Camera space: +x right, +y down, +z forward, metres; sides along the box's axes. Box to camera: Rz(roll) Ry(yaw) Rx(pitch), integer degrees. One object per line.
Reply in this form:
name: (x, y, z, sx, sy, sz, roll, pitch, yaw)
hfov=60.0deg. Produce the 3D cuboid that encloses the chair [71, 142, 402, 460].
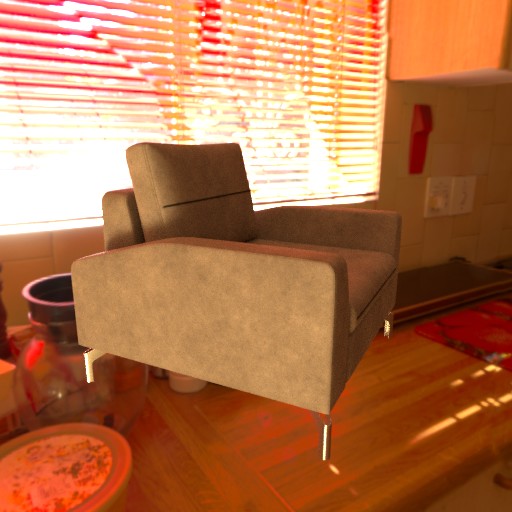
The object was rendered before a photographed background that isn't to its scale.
chair: (0.000, 0.000, 1.610, 0.900, 0.800, 0.900, 7, 16, 26)
